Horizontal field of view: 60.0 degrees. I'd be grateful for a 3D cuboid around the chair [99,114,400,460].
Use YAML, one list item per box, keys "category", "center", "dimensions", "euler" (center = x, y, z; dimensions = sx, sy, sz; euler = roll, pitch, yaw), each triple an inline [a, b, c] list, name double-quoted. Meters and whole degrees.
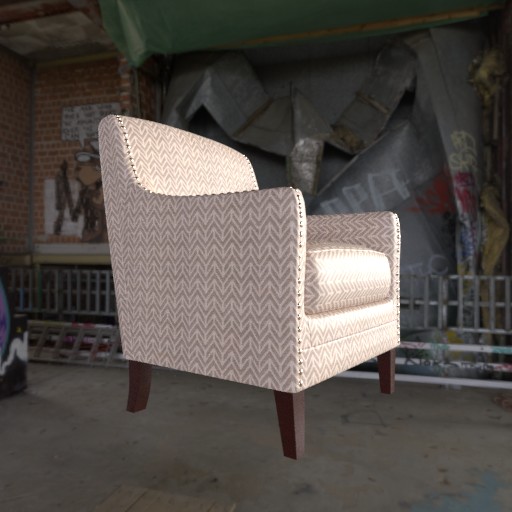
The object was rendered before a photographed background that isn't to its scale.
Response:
- category: "chair"
  center: [0.000, 0.000, 1.291]
  dimensions: [0.651, 0.816, 0.623]
  euler: [0, -1, 36]
